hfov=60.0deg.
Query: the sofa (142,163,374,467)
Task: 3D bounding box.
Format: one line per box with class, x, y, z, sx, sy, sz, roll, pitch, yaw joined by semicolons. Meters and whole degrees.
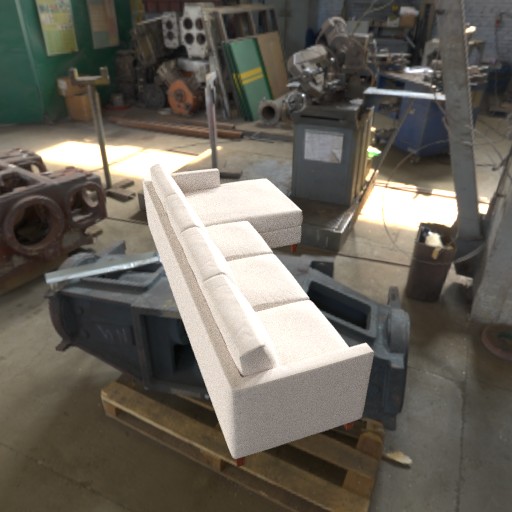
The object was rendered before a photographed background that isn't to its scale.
sofa;0.000;0.000;4.189;1.606;0.954;3.471;-11;33;-17
